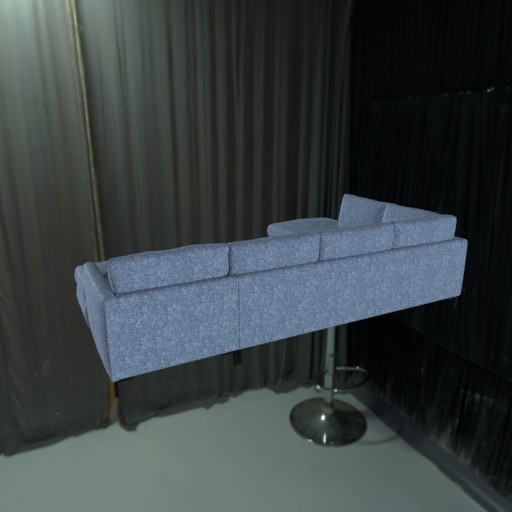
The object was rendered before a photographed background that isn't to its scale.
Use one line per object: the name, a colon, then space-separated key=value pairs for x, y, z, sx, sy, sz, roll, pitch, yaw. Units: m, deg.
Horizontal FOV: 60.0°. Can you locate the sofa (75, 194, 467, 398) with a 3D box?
sofa: x=0.000 y=0.000 z=3.623 sx=2.737 sy=0.756 sz=1.879 roll=-8 pitch=18 yaw=-26
